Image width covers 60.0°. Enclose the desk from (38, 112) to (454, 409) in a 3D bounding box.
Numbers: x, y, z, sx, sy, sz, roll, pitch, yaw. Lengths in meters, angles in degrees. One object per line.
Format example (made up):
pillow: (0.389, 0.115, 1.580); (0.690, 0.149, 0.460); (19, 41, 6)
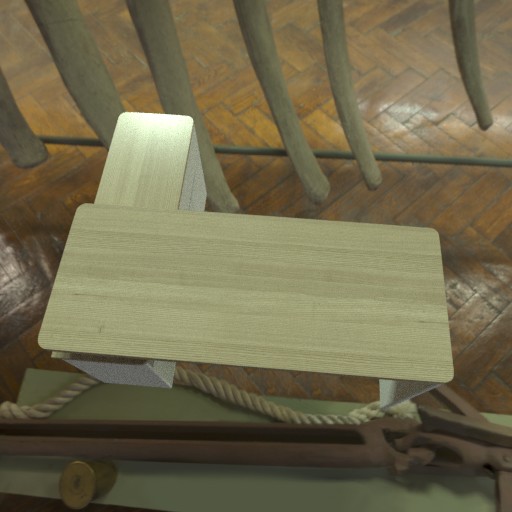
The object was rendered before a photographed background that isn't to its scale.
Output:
desk: (0.000, 0.000, 2.067); (1.400, 0.770, 1.175); (4, 65, 2)
